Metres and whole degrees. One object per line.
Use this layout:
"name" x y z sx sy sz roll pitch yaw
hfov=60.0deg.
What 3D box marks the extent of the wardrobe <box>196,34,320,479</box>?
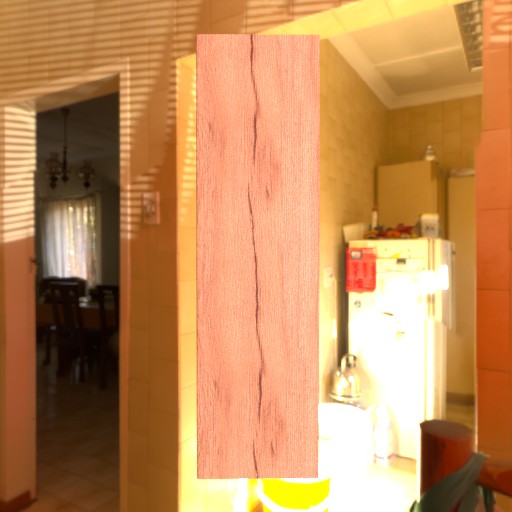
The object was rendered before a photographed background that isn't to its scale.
"wardrobe" 0.000 0.000 2.966 0.580 2.070 1.810 0 1 0
